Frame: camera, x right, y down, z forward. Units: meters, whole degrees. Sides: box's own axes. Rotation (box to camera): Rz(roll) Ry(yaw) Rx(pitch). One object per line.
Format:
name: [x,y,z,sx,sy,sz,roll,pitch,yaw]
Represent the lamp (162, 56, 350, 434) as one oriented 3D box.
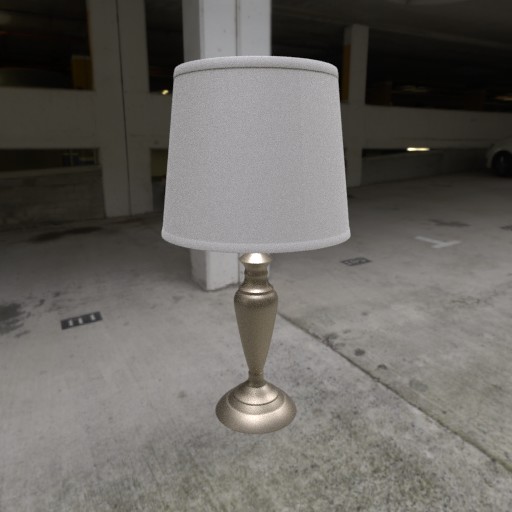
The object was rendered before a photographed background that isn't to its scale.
lamp: [0.000,0.000,0.797,0.328,0.619,0.328,0,14,0]
